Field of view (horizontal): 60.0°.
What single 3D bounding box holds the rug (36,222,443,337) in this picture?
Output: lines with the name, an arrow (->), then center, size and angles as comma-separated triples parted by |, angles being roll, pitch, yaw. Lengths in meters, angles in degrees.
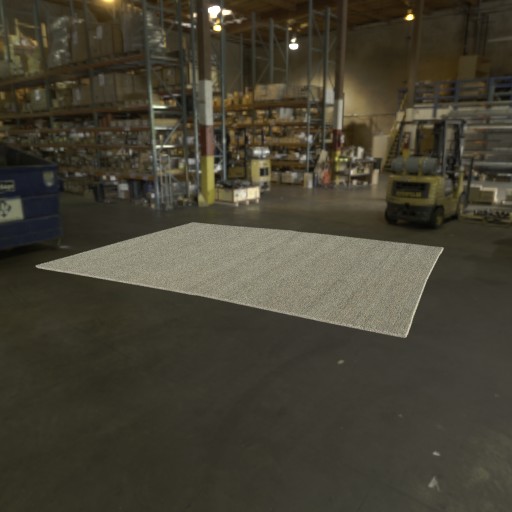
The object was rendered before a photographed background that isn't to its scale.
rug -> 0.000, 0.000, 4.871 | 3.626, 0.051, 2.757 | 7, 16, 26
